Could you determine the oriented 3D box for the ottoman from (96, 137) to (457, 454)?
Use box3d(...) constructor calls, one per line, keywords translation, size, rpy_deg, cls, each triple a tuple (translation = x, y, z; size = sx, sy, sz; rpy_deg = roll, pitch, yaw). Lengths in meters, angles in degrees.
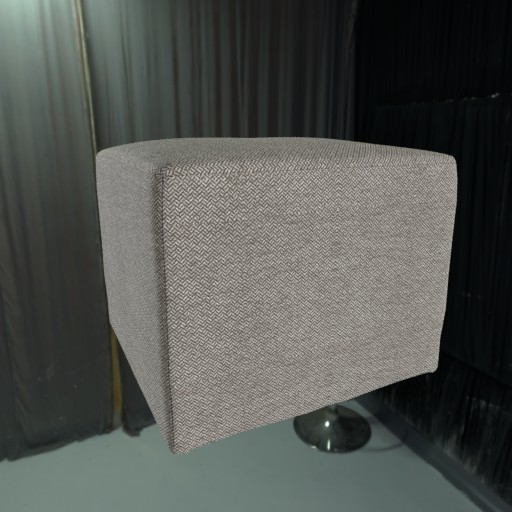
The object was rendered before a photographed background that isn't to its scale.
box3d(translation=(0.000, 0.000, 0.877), size=(0.519, 0.453, 0.512), rpy_deg=(-8, 17, -26), cls="ottoman")
